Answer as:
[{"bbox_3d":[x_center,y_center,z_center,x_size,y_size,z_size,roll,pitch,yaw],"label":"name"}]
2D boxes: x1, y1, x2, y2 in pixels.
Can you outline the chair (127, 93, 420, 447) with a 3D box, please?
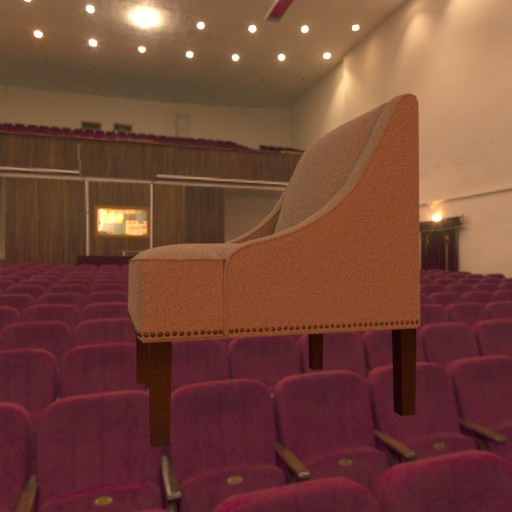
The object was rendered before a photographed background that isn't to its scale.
[{"bbox_3d":[0.000,0.000,1.370,0.748,0.872,0.628,0,-1,-18],"label":"chair"}]
